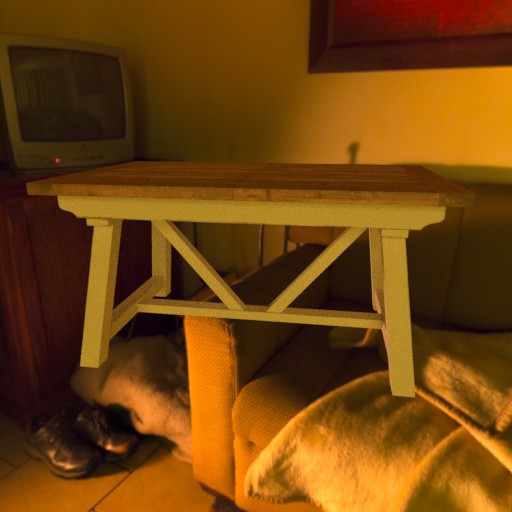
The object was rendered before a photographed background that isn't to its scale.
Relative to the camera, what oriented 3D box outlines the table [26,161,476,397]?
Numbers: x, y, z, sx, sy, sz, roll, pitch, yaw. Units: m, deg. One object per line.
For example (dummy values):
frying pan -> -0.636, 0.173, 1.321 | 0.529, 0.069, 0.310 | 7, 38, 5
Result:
table -> 0.000, 0.000, 1.999 | 1.503, 0.743, 0.922 | 3, 17, 9
